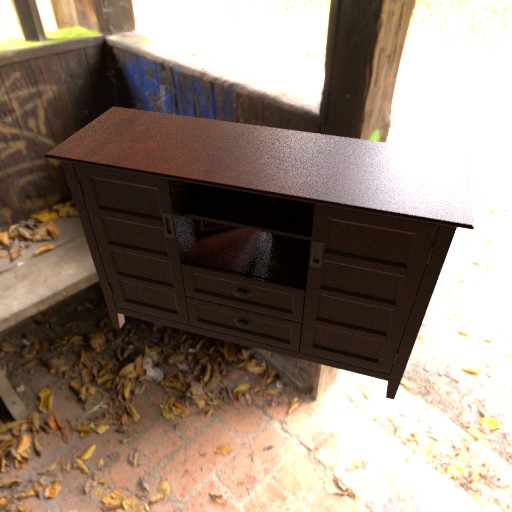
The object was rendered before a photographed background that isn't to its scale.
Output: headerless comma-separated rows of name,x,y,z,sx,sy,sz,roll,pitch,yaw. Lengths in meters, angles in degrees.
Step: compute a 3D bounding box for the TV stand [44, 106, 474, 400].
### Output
TV stand,0.000,0.000,1.804,1.372,0.915,0.445,11,42,13
